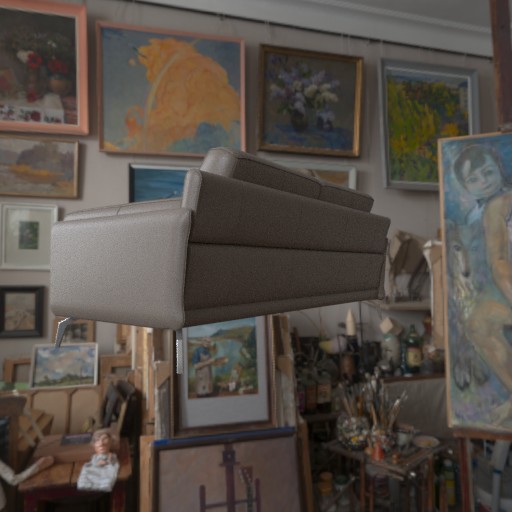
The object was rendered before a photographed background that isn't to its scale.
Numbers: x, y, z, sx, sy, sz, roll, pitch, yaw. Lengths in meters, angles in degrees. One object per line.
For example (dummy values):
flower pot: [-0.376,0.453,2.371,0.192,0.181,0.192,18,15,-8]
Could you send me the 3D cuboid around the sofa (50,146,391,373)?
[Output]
sofa: [0.000,0.000,2.666,1.049,0.930,2.101,-1,-2,36]
